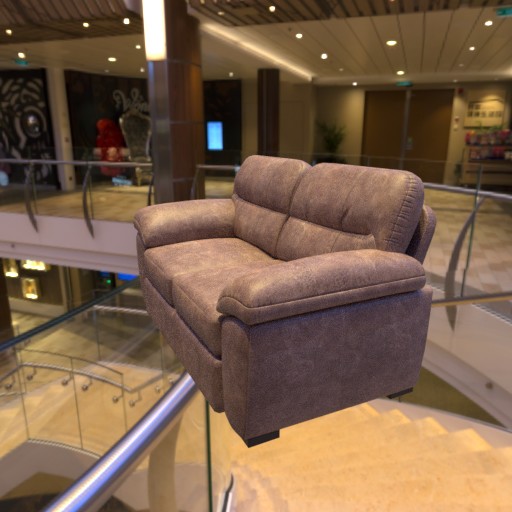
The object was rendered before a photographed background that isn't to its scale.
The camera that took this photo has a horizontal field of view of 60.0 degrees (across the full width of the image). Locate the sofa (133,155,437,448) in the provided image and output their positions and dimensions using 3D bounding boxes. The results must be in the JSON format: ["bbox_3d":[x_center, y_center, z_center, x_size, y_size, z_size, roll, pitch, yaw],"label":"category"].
[{"bbox_3d":[0.000,0.000,2.409,0.991,0.991,1.753,-8,18,-26],"label":"sofa"}]
